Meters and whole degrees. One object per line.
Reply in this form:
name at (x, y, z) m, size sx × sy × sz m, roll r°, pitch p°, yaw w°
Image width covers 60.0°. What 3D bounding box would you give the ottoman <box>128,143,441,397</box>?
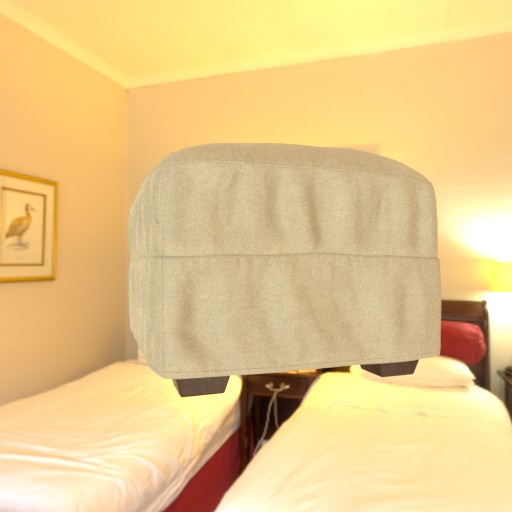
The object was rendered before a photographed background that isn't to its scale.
ottoman at (0.000, 0.000, 1.089) m, size 0.584 × 0.480 × 0.712 m, roll 0°, pitch -1°, yaw -19°
